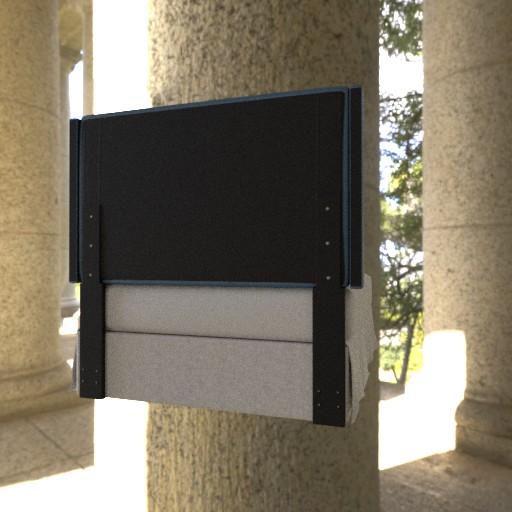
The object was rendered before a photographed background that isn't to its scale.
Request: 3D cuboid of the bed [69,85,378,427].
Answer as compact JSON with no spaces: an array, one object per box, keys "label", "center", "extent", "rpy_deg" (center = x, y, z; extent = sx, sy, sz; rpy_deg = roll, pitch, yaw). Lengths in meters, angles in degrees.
[{"label":"bed","center":[0.000,0.000,3.356],"extent":[1.719,1.665,2.078],"rpy_deg":[0,0,18]}]
